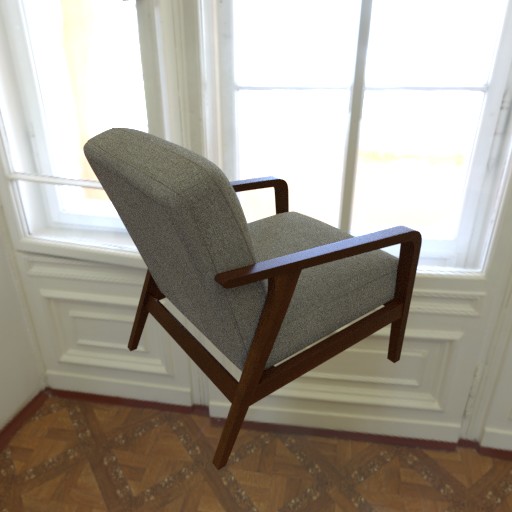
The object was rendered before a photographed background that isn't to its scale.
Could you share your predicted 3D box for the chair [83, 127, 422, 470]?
[{"bbox_3d":[0.000,0.000,1.475,0.858,0.847,0.704,-18,32,-32],"label":"chair"}]
